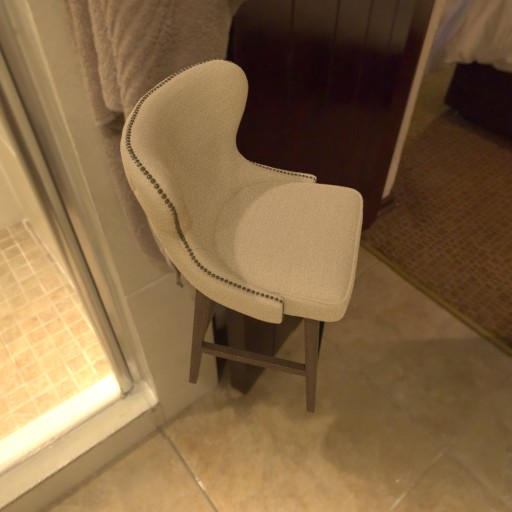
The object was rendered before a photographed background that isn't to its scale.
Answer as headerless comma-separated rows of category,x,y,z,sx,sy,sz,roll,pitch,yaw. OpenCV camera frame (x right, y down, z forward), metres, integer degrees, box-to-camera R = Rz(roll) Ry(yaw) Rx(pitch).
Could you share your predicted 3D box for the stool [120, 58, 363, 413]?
stool,0.000,0.000,1.373,0.597,0.972,0.615,10,47,10
